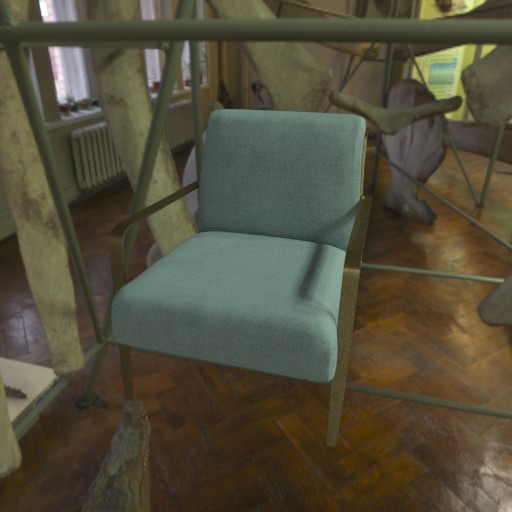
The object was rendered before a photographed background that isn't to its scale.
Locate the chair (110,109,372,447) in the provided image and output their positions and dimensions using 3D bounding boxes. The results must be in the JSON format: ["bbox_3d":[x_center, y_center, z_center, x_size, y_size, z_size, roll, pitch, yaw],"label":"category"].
[{"bbox_3d":[0.000,0.000,1.497,0.701,0.824,0.842,7,28,14],"label":"chair"}]
